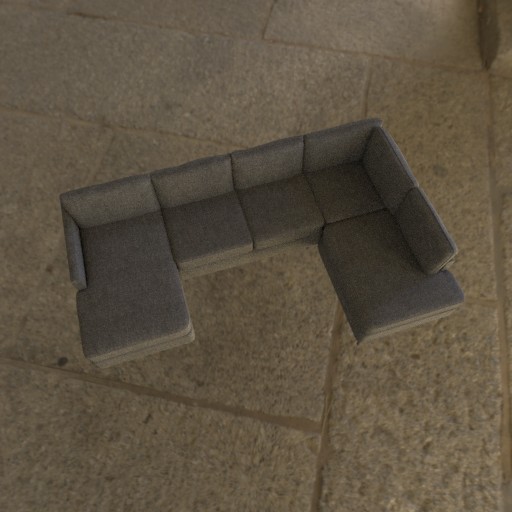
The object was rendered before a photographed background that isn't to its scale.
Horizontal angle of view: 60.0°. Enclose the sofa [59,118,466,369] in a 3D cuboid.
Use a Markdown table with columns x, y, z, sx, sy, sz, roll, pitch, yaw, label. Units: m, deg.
| x | y | z | sx | sy | sz | roll | pitch | yaw | label |
| --- | --- | --- | --- | --- | --- | --- | --- | --- | --- |
| 0.000 | 0.000 | 4.278 | 3.423 | 0.999 | 2.048 | -15 | 64 | -8 | sofa |
